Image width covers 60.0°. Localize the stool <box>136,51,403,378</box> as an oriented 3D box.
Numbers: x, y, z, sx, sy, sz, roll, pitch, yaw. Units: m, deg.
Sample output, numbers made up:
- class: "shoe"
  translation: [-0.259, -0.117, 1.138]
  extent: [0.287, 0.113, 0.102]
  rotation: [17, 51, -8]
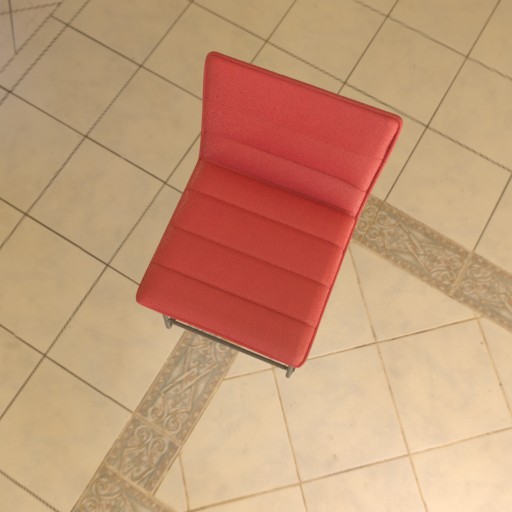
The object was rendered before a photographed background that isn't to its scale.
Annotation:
- class: "stool"
  translation: [0.000, 0.000, 1.169]
  extent: [0.489, 0.866, 0.524]
  rotation: [21, 78, 5]
